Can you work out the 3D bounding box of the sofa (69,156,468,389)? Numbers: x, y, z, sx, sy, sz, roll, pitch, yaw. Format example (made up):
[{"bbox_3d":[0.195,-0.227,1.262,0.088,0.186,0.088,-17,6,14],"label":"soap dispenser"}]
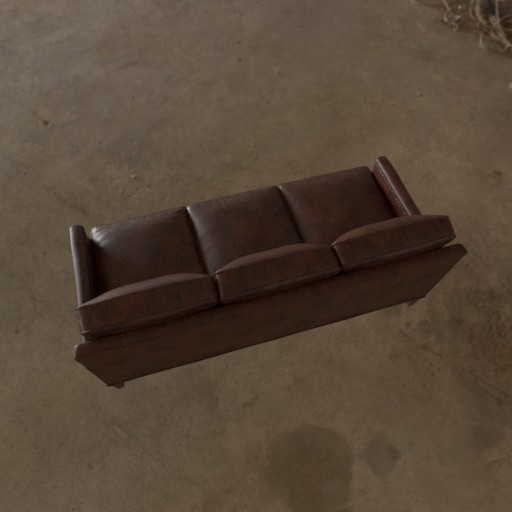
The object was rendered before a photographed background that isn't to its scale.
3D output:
[{"bbox_3d":[0.000,0.000,2.869,2.240,1.003,1.084,-14,59,-9],"label":"sofa"}]
